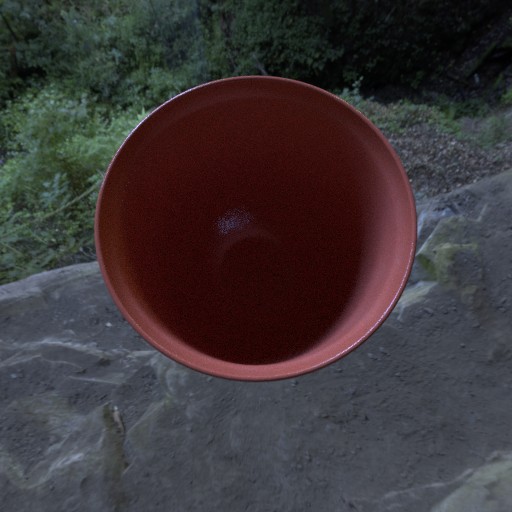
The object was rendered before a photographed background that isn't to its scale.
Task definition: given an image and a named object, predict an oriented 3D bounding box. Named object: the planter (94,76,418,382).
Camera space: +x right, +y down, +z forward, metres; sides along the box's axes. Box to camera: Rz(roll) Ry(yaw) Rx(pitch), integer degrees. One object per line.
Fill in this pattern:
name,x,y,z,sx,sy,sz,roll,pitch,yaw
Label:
planter,0.000,0.000,0.494,0.266,0.270,0.266,0,75,0
